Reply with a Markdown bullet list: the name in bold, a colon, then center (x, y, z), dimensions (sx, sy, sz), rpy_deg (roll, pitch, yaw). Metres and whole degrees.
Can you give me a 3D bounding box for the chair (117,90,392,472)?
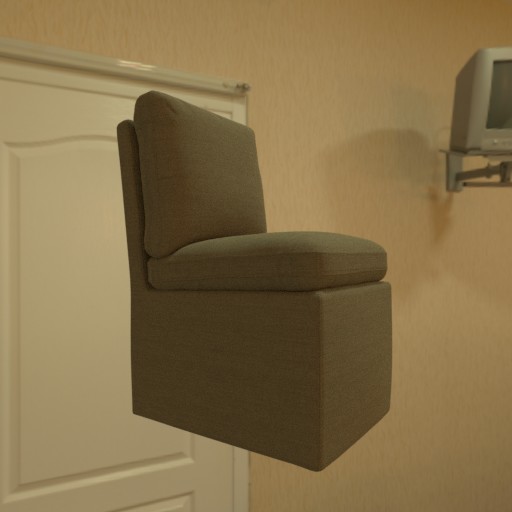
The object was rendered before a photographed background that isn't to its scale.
- **chair**: center (0.000, 0.000, 1.313), dimensions (0.698, 0.927, 0.503), rpy_deg (0, 0, 35)
